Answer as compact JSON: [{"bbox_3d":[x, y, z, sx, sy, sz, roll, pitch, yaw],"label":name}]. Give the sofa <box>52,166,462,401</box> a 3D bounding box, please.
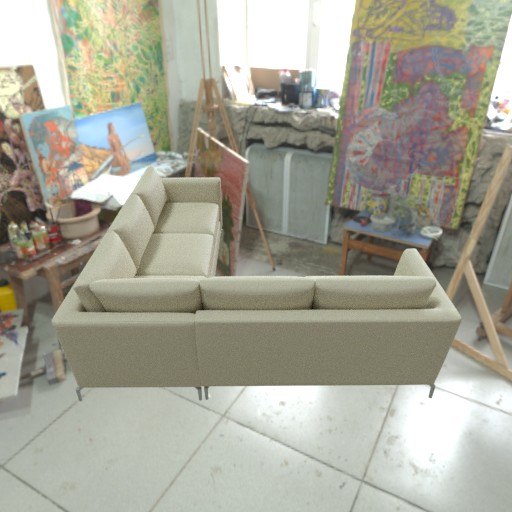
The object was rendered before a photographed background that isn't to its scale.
[{"bbox_3d":[0.000,0.000,3.758,2.430,0.867,2.448,0,30,0],"label":"sofa"}]
